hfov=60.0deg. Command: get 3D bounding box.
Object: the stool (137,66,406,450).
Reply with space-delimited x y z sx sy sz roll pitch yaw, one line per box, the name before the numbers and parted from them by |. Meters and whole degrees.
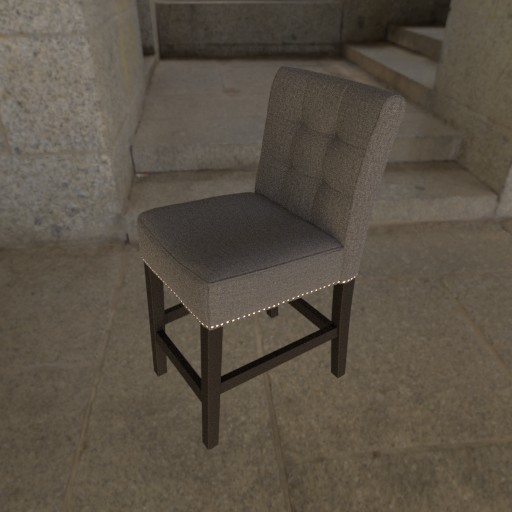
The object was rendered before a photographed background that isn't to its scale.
stool | 0.000 0.000 1.234 0.571 0.885 0.427 -21 39 -29
